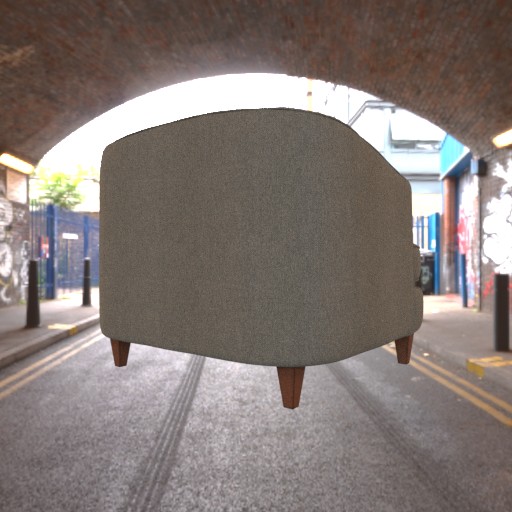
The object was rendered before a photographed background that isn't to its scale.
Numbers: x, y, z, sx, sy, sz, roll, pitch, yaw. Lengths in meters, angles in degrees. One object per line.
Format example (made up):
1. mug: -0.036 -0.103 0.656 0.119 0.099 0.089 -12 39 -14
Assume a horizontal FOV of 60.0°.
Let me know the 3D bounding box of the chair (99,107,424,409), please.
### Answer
1. chair: 0.000 0.000 1.767 1.094 0.852 0.945 0 0 37
